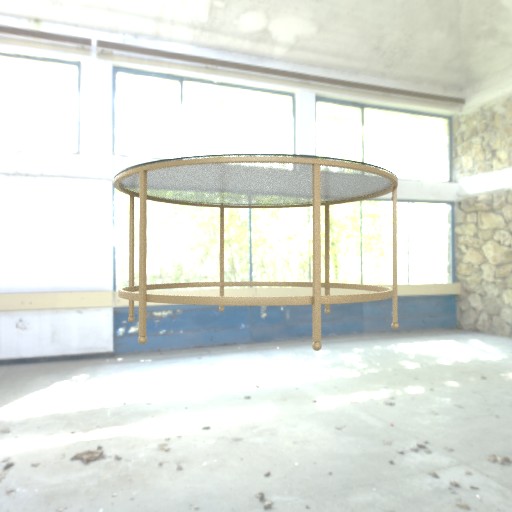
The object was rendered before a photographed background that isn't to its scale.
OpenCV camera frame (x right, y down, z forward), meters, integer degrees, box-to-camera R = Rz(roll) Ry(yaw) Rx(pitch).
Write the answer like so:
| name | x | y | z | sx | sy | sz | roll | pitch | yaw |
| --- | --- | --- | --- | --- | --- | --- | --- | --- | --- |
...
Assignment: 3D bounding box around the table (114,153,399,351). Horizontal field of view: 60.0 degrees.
| name | x | y | z | sx | sy | sz | roll | pitch | yaw |
| --- | --- | --- | --- | --- | --- | --- | --- | --- | --- |
| table | 0.000 | 0.000 | 1.493 | 0.914 | 0.470 | 0.914 | 0 | -1 | 0 |
